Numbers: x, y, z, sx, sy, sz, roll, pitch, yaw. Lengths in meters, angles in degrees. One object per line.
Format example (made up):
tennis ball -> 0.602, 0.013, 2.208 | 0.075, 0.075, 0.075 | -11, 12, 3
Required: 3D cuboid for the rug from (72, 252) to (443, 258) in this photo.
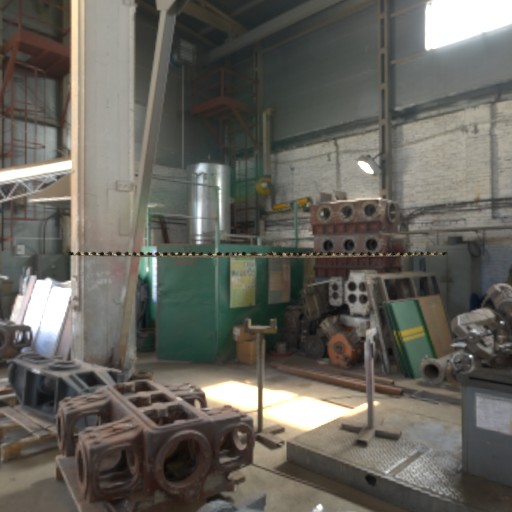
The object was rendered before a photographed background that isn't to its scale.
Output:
rug -> 0.000, 0.000, 2.960 | 1.530, 0.025, 2.431 | 0, 0, 0
